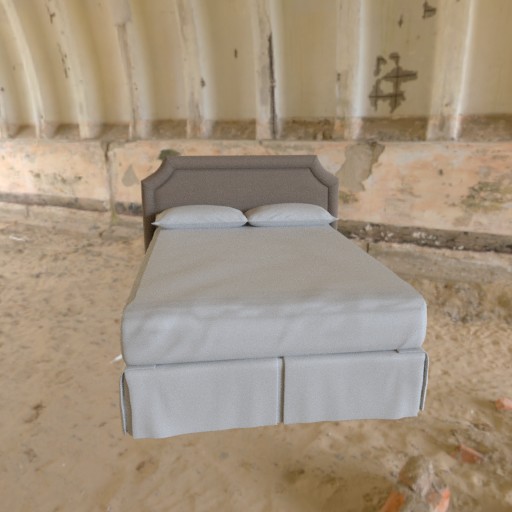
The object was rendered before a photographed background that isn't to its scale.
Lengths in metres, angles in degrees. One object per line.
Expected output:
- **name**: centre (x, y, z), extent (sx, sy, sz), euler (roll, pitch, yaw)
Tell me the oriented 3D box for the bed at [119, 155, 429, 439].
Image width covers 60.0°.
- **bed**: centre (0.000, 0.000, 3.193), extent (1.828, 1.303, 2.164), euler (-2, 16, -7)
